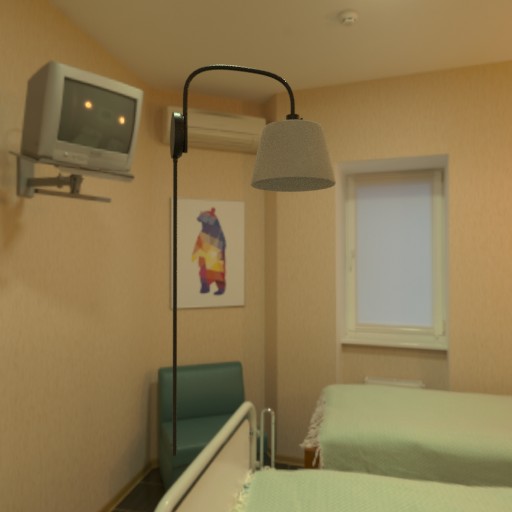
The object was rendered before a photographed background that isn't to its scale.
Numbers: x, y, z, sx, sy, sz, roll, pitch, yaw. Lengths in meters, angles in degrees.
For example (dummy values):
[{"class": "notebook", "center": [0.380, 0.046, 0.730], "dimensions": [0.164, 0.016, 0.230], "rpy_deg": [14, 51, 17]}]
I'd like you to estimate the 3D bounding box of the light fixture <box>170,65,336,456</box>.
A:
[{"class": "light fixture", "center": [0.000, 0.000, 0.470], "dimensions": [0.176, 0.399, 0.092], "rpy_deg": [0, -1, -17]}]
